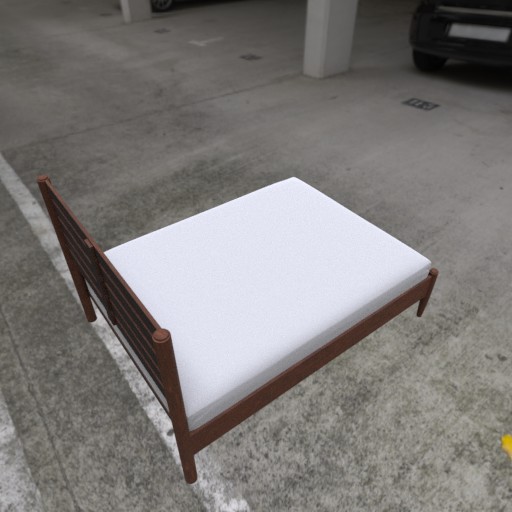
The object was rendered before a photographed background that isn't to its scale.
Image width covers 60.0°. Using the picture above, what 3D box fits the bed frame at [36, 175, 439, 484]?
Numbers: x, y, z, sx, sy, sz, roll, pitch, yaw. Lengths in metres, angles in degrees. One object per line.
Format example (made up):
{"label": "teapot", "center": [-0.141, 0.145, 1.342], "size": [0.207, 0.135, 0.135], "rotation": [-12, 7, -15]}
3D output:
{"label": "bed frame", "center": [0.000, 0.000, 3.212], "size": [2.234, 1.321, 1.655], "rotation": [-26, 46, -27]}
